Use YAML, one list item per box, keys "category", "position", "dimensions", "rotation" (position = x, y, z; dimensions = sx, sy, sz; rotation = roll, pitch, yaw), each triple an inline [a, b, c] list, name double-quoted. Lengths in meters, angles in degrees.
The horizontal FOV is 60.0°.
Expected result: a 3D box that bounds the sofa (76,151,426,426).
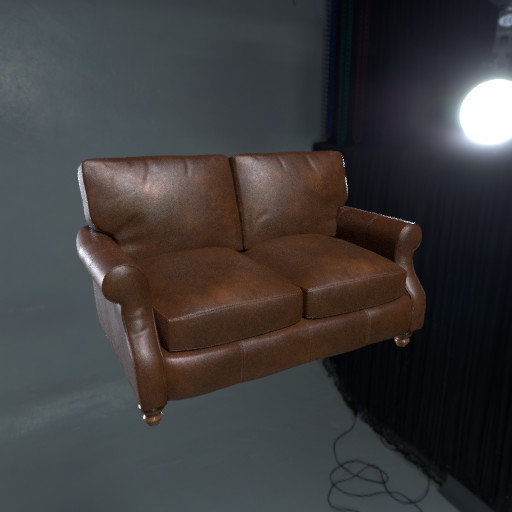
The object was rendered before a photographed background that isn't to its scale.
- category: "sofa"
  position: [0.000, 0.000, 2.226]
  dimensions: [1.616, 0.976, 0.990]
  rotation: [-9, 18, -28]
